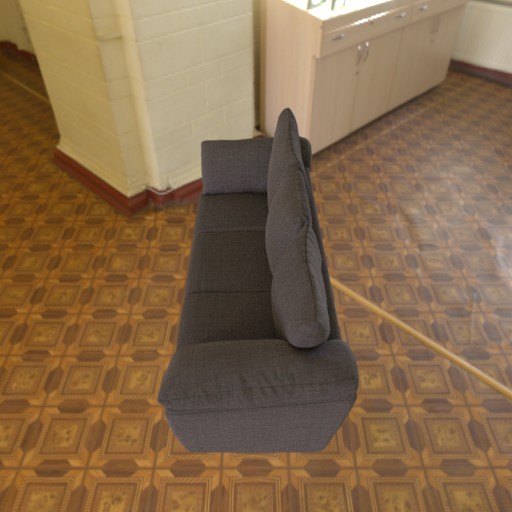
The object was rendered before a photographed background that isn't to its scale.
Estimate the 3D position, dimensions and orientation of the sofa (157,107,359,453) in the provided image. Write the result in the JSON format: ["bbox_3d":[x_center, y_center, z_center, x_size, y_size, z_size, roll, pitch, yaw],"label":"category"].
[{"bbox_3d":[0.000,0.000,2.873,0.883,1.080,2.336,0,42,0],"label":"sofa"}]
